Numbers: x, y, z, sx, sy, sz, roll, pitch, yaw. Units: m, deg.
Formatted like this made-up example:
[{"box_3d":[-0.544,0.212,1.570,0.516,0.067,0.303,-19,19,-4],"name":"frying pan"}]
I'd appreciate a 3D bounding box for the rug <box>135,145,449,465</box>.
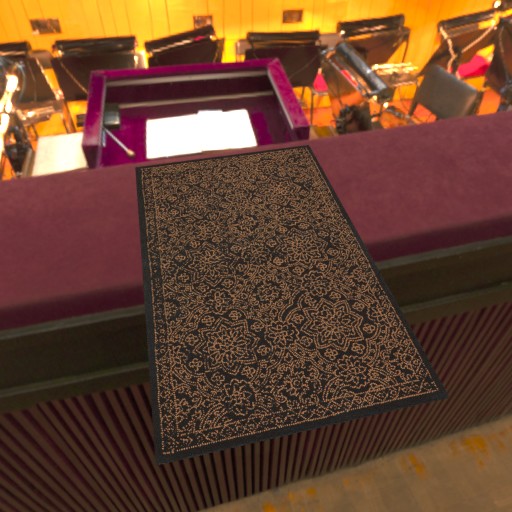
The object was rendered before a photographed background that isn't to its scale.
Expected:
[{"box_3d":[0.000,0.000,3.024,1.526,0.015,2.441,-9,47,-9],"name":"rug"}]
